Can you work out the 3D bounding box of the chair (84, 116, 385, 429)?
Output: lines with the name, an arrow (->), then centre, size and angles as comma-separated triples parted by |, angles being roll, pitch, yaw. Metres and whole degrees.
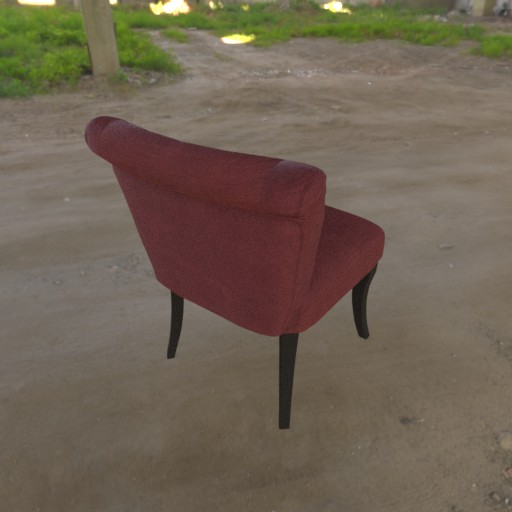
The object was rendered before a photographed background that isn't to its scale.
chair -> 0.000, 0.000, 1.185 | 0.582, 0.750, 0.605 | 21, 38, 30
